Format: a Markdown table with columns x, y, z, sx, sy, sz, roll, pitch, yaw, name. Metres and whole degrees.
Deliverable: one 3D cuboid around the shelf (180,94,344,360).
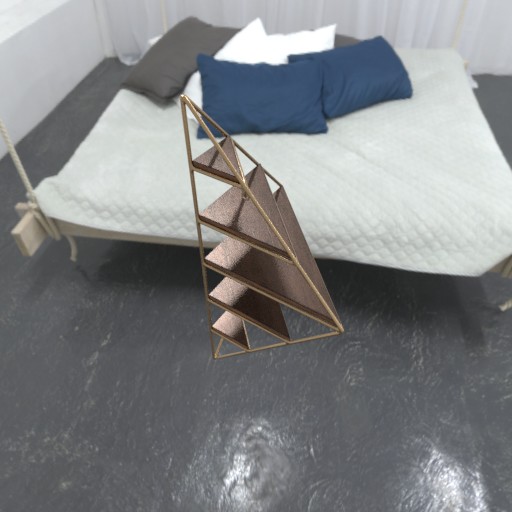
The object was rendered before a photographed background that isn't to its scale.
| x | y | z | sx | sy | sz | roll | pitch | yaw | name |
| --- | --- | --- | --- | --- | --- | --- | --- | --- | --- |
| 0.000 | 0.000 | 1.177 | 0.294 | 0.913 | 0.564 | -8 | 46 | -8 | shelf |
